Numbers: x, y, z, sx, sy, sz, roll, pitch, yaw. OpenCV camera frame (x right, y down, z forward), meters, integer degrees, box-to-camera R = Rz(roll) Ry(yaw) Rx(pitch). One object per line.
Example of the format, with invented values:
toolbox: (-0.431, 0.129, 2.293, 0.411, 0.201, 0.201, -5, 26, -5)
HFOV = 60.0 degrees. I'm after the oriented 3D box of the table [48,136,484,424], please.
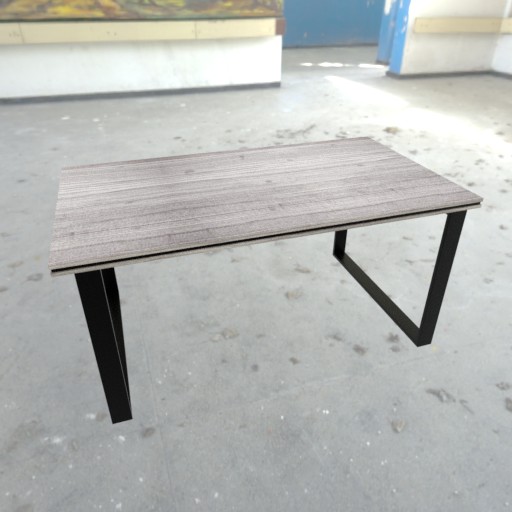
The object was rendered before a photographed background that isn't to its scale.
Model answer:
table: (0.000, 0.000, 2.066, 1.579, 0.736, 0.881, -10, 33, -15)
